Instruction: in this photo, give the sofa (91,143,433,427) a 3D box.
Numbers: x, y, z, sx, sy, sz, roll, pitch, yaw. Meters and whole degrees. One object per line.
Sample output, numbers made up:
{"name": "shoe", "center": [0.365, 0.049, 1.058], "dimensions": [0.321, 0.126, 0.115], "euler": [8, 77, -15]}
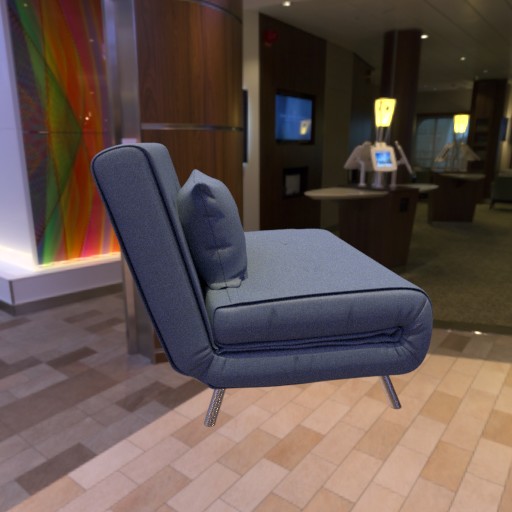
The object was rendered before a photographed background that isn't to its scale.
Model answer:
{"name": "sofa", "center": [0.000, 0.000, 1.742], "dimensions": [0.996, 0.860, 0.999], "euler": [-2, 14, -8]}
